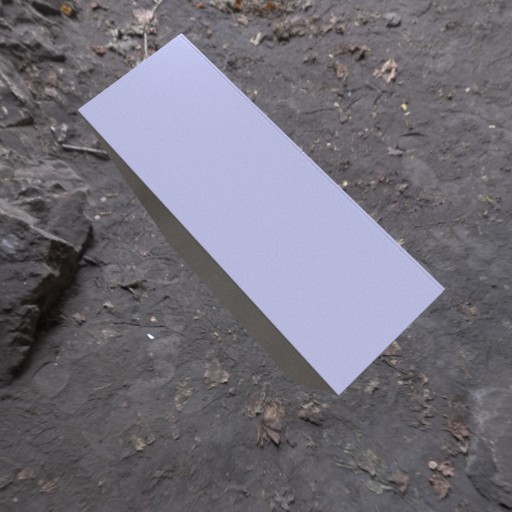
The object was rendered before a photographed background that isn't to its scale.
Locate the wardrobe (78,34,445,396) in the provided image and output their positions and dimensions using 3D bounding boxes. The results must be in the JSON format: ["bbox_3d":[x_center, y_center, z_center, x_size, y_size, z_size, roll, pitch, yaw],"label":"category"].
[{"bbox_3d":[0.000,0.000,1.608,0.360,1.200,0.900,-41,79,-10],"label":"wardrobe"}]
